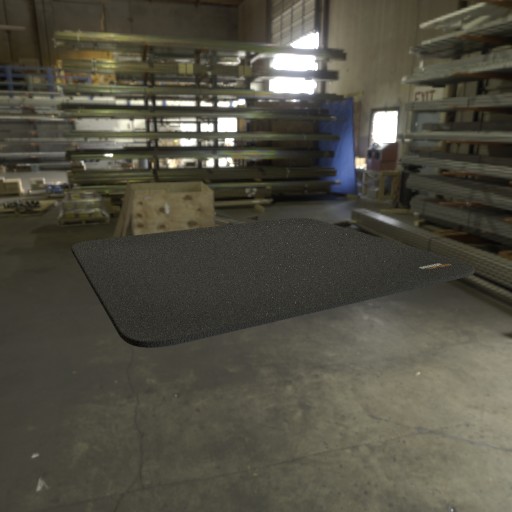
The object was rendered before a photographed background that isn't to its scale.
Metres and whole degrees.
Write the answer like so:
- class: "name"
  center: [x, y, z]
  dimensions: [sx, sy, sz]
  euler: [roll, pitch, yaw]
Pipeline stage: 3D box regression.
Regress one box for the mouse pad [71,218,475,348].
- class: "mouse pad"
  center: [0.000, 0.000, 0.319]
  dimensions: [0.229, 0.003, 0.203]
  euler: [-9, 18, -28]
